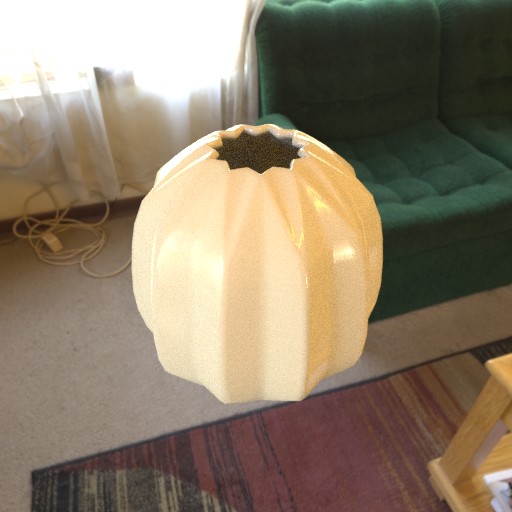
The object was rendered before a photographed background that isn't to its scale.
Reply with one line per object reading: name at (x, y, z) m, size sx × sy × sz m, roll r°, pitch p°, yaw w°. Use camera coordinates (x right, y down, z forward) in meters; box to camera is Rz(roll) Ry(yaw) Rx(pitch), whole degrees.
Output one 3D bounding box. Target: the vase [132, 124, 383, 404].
vase at (0.000, 0.000, 0.248) m, size 0.139 × 0.134 × 0.139 m, roll 0°, pitch 41°, yaw 0°
